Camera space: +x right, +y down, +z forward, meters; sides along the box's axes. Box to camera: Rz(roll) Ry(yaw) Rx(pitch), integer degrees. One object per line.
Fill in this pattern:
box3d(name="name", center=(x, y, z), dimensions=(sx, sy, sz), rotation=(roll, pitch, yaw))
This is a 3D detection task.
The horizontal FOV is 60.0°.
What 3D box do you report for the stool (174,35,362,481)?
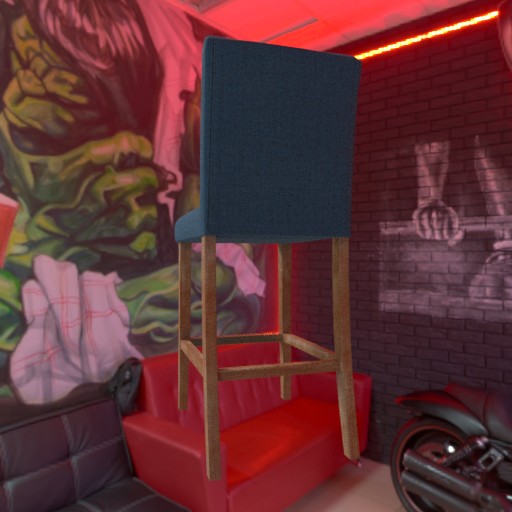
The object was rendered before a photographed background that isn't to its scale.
box3d(name="stool", center=(0.000, 0.000, 1.391), dimensions=(0.454, 1.088, 0.574), rotation=(0, 0, -17))
